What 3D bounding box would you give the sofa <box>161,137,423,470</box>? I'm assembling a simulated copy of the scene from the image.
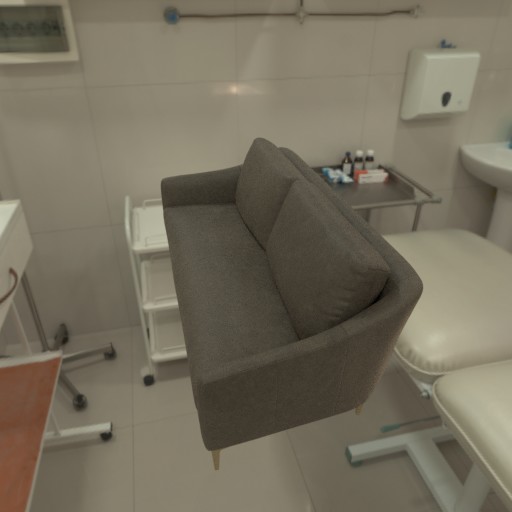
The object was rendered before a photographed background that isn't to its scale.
[{"bbox_3d":[0.000,0.000,2.568,0.960,0.902,2.036,-7,32,-12],"label":"sofa"}]
